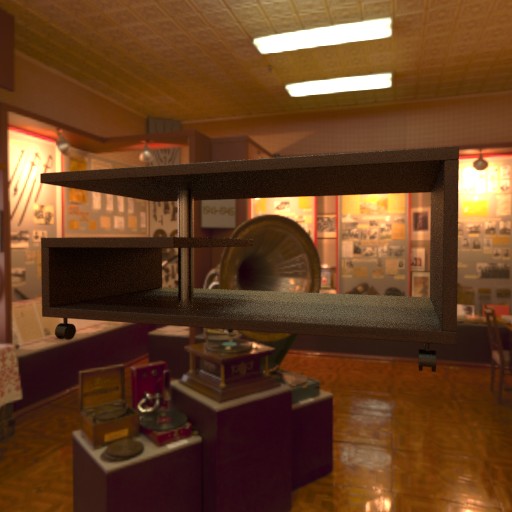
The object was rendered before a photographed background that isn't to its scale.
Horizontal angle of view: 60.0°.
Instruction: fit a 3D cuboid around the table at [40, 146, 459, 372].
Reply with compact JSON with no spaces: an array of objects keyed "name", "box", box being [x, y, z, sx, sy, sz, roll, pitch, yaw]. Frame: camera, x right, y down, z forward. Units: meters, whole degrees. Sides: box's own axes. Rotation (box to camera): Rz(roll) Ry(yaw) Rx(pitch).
[{"name":"table","box":[0.000,0.000,1.328,1.050,0.460,0.590,1,2,19]}]
